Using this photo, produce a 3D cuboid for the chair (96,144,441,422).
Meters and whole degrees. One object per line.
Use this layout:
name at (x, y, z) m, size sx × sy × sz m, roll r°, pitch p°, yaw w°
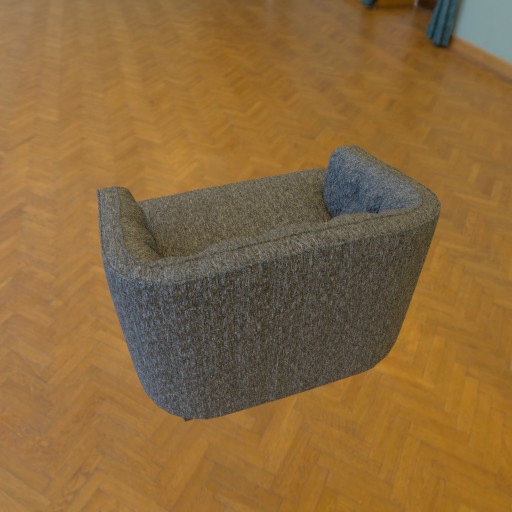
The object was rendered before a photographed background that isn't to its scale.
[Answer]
chair at (0.000, 0.000, 1.770) m, size 1.104 × 0.852 × 0.941 m, roll -13°, pitch 44°, yaw -14°
